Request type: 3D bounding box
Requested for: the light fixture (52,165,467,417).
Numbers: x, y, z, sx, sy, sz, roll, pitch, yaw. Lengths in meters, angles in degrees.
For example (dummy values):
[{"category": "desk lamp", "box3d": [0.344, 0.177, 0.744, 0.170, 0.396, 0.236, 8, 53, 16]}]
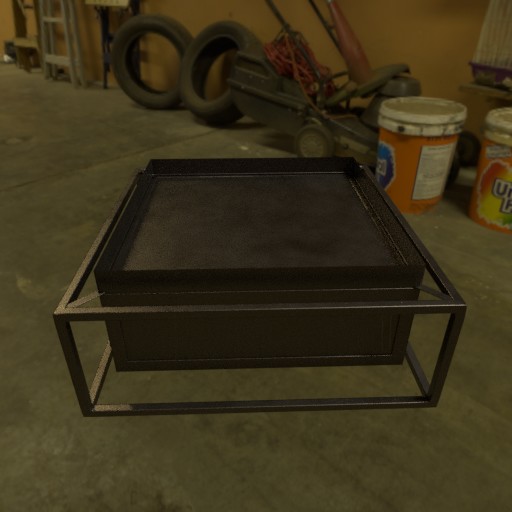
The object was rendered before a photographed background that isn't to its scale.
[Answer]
[{"category": "light fixture", "box3d": [0.000, 0.000, 0.692, 0.441, 0.191, 0.441, -1, 31, -2]}]
